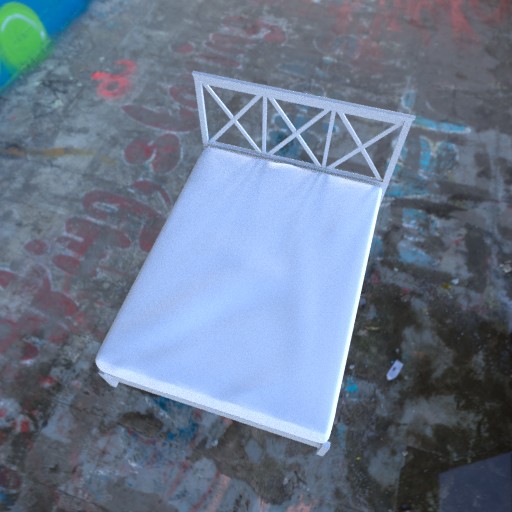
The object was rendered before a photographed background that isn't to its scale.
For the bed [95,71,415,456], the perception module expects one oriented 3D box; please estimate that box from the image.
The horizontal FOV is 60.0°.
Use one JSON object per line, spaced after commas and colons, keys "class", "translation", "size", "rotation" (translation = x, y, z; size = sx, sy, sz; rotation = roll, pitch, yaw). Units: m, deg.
{"class": "bed", "translation": [0.000, 0.000, 3.233], "size": [1.673, 1.253, 2.135], "rotation": [15, 59, 9]}
